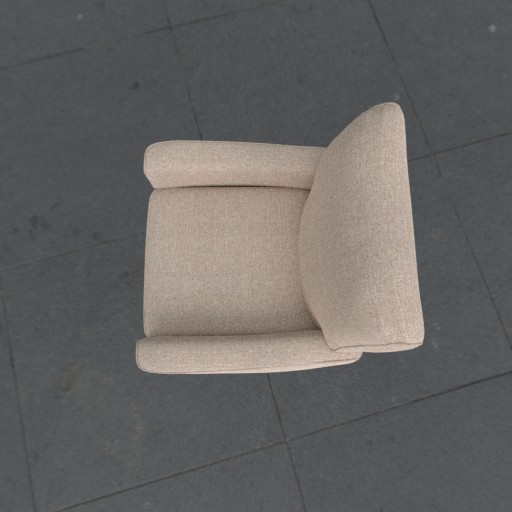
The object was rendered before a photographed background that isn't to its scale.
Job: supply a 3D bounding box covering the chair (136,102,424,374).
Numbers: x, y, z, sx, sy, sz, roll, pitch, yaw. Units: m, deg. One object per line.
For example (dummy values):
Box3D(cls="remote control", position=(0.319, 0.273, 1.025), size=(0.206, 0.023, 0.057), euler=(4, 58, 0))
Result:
Box3D(cls="chair", position=(0.000, 0.000, 1.638), size=(0.858, 1.028, 0.841), euler=(-1, 77, 0))
